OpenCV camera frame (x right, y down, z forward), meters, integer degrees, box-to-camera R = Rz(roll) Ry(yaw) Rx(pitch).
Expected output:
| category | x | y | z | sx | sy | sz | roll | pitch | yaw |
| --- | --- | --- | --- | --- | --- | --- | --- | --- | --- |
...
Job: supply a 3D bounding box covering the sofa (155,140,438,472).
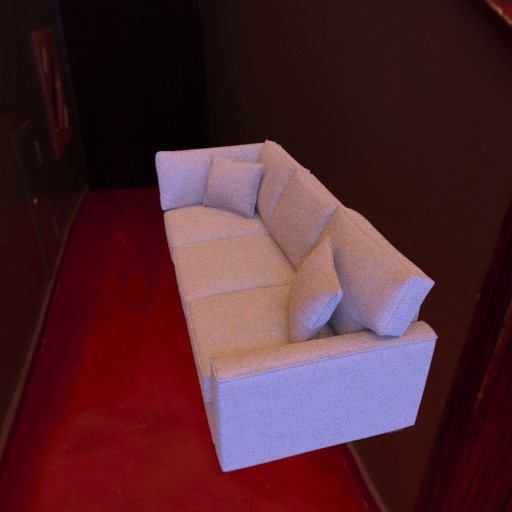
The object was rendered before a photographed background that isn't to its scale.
| category | x | y | z | sx | sy | sz | roll | pitch | yaw |
| --- | --- | --- | --- | --- | --- | --- | --- | --- | --- |
| sofa | 0.000 | 0.000 | 2.868 | 1.061 | 0.962 | 2.317 | -8 | 31 | -13 |
